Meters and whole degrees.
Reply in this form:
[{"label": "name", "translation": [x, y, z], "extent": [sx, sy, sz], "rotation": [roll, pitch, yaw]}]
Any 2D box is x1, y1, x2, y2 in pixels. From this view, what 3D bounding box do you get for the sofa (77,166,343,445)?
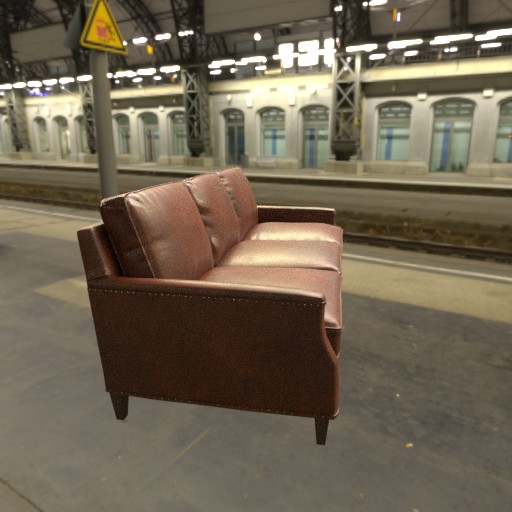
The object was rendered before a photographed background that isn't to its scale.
[{"label": "sofa", "translation": [0.000, 0.000, 2.789], "extent": [1.084, 1.003, 2.240], "rotation": [3, 15, 11]}]
